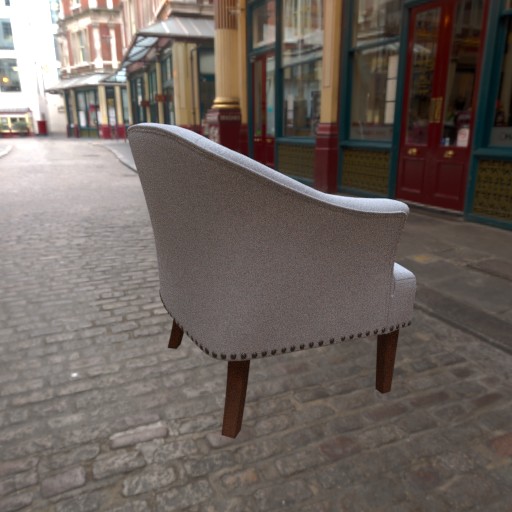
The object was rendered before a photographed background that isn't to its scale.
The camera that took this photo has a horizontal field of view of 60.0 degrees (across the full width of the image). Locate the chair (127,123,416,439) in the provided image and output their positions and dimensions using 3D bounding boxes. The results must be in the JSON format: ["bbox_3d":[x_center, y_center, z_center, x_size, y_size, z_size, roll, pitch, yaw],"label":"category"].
[{"bbox_3d":[0.000,0.000,1.426,0.704,0.815,0.798,-7,17,-24],"label":"chair"}]
